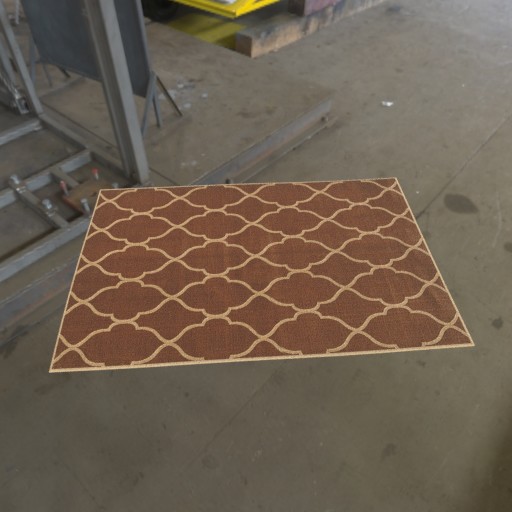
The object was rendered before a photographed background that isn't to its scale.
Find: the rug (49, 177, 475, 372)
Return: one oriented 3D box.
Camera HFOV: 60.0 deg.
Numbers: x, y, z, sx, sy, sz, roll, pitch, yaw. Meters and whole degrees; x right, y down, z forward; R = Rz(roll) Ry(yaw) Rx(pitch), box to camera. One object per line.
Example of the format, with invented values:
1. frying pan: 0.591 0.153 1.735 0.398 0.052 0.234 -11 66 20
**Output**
1. rug: 0.000 0.000 2.880 2.290 0.014 1.526 -3 47 -3
